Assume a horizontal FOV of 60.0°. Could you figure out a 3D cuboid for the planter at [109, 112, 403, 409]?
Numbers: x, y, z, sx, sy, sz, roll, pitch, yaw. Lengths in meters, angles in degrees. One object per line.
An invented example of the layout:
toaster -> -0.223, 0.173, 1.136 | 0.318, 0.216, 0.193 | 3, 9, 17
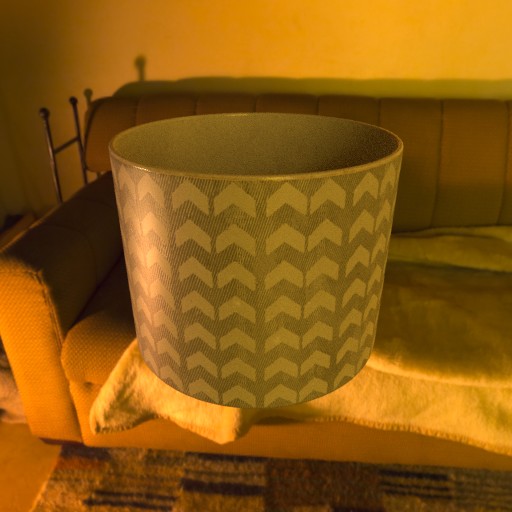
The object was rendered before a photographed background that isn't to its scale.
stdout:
planter -> 0.000, 0.000, 0.445 | 0.250, 0.239, 0.250 | 0, 27, 0
